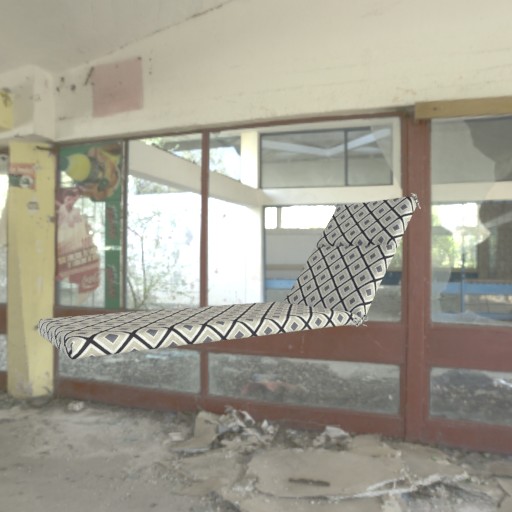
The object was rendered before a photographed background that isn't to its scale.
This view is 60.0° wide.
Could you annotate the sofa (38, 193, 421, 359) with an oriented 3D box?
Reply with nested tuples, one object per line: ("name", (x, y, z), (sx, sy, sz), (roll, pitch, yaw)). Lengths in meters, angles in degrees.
("sofa", (0.000, 0.000, 1.946), (1.663, 0.622, 0.582), (0, 0, -36))
